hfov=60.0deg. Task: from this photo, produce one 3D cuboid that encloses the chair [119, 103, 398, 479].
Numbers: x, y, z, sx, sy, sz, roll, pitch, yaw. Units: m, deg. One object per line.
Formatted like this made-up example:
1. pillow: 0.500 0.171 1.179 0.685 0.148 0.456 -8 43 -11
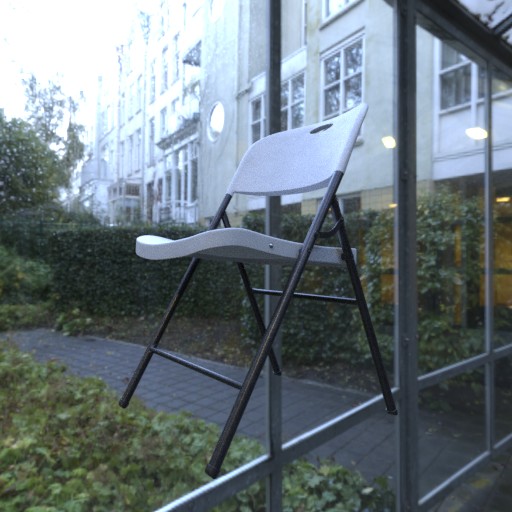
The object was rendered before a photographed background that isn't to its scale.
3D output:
1. chair: 0.000 0.000 1.163 0.566 0.810 0.494 0 0 -37
